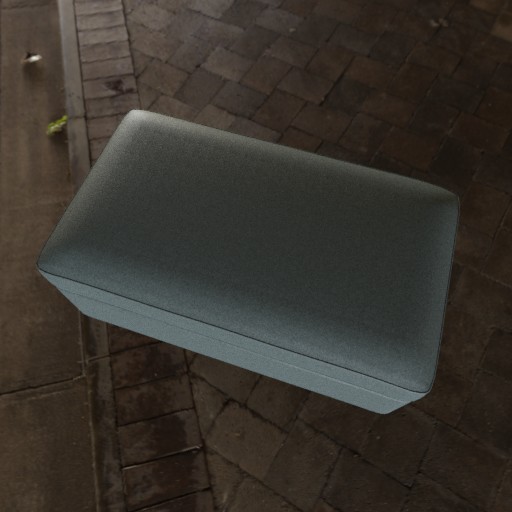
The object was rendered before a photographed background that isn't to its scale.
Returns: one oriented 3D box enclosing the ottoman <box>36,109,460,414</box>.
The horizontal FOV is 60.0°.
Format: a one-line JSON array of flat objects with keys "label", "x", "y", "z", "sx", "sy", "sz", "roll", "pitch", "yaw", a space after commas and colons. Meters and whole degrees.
[{"label": "ottoman", "x": 0.000, "y": 0.000, "z": 1.526, "sx": 1.173, "sy": 0.494, "sz": 0.681, "roll": 16, "pitch": 64, "yaw": 8}]
